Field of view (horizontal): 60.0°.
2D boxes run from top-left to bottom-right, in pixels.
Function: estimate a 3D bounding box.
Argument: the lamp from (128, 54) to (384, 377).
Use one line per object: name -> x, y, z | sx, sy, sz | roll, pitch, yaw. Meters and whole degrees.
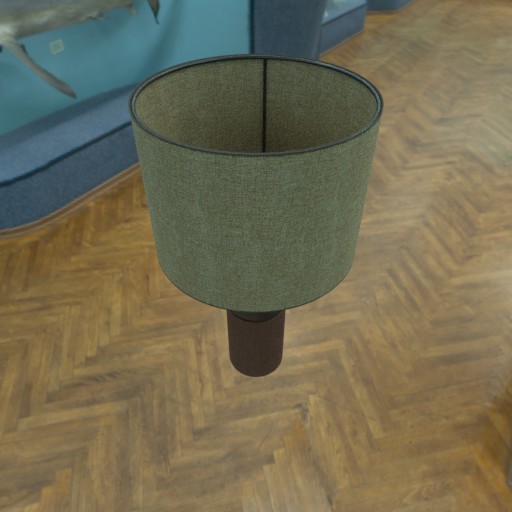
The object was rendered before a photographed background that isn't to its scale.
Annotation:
lamp -> 0.000, 0.000, 0.473 | 0.202, 0.350, 0.202 | 0, 41, 0
